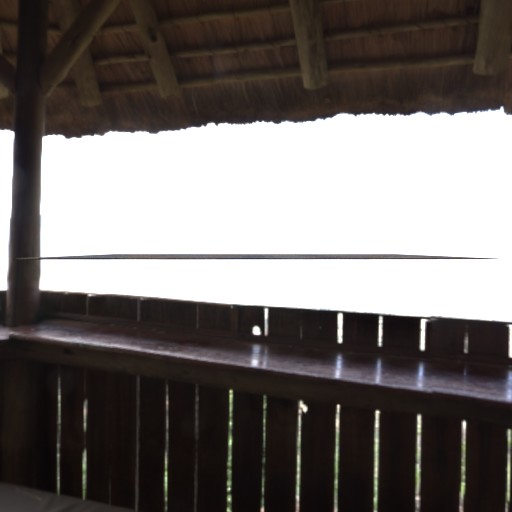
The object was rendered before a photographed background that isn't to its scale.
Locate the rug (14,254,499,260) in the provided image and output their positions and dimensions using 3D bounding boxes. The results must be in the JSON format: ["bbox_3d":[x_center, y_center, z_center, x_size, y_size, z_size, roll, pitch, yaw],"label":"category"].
[{"bbox_3d":[0.000,0.000,2.846,2.284,0.006,1.521,0,1,0],"label":"rug"}]
